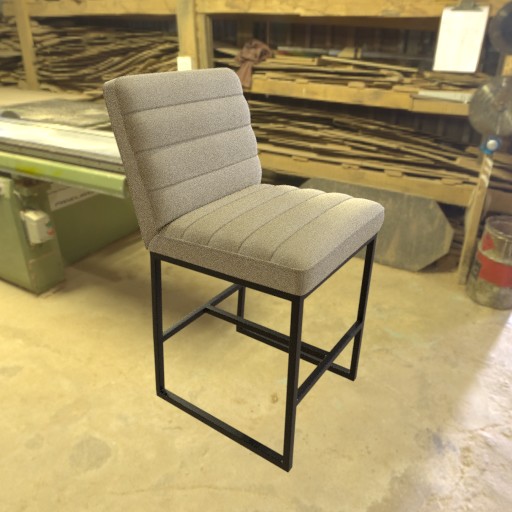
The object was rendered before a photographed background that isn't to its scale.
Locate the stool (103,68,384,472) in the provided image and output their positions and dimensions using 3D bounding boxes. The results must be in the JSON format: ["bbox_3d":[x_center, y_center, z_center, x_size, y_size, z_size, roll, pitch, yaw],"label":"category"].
[{"bbox_3d":[0.000,0.000,1.237,0.560,0.940,0.460,17,31,31],"label":"stool"}]
